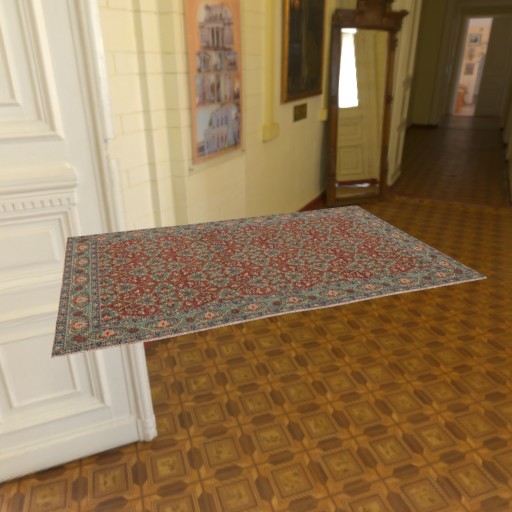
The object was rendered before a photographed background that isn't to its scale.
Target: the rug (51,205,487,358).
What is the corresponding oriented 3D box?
[{"bbox_3d":[0.000,0.000,2.980,2.439,0.011,1.533,-8,25,-17],"label":"rug"}]
